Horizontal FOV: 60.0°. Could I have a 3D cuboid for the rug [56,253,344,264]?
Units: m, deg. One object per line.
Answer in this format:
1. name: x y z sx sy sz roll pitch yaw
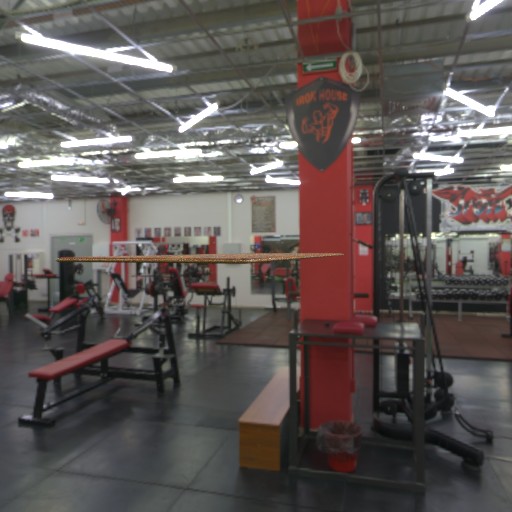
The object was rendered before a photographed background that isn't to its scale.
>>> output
1. rug: 0.000 0.000 1.984 0.556 0.013 1.820 0 1 18
